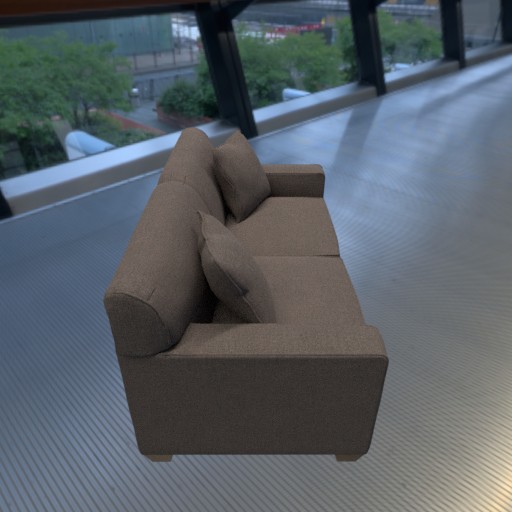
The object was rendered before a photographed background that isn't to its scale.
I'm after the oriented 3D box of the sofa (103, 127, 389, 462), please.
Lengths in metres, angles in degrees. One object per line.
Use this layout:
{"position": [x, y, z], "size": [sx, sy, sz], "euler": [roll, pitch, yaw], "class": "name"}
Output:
{"position": [0.000, 0.000, 2.387], "size": [1.000, 0.958, 1.846], "euler": [0, 32, 0], "class": "sofa"}
